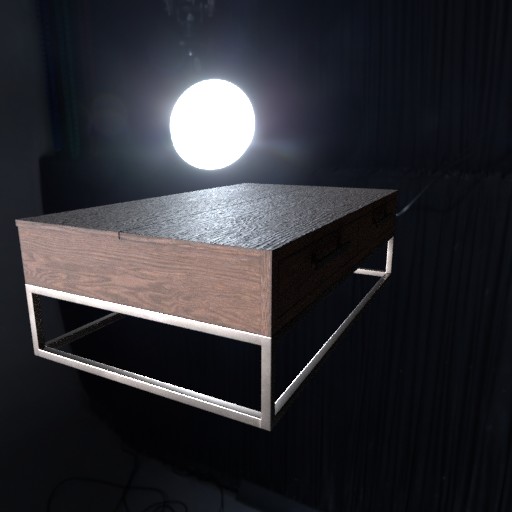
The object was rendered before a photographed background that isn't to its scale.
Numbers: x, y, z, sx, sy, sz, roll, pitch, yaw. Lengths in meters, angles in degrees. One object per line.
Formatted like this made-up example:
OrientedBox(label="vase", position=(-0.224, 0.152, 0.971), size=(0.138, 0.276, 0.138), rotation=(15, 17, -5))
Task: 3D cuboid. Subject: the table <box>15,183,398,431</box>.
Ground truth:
OrientedBox(label="table", position=(0.000, 0.000, 1.468), size=(0.719, 0.361, 1.167), rotation=(7, 16, 27))
